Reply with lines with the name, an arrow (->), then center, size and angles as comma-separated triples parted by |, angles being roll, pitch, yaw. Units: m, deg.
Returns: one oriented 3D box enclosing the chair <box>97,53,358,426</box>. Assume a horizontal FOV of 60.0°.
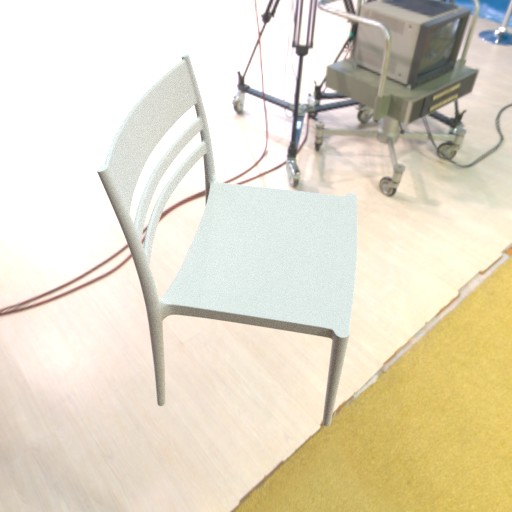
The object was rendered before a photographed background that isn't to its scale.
chair -> 0.000, 0.000, 1.133 | 0.511, 0.800, 0.531 | 8, 47, 8
